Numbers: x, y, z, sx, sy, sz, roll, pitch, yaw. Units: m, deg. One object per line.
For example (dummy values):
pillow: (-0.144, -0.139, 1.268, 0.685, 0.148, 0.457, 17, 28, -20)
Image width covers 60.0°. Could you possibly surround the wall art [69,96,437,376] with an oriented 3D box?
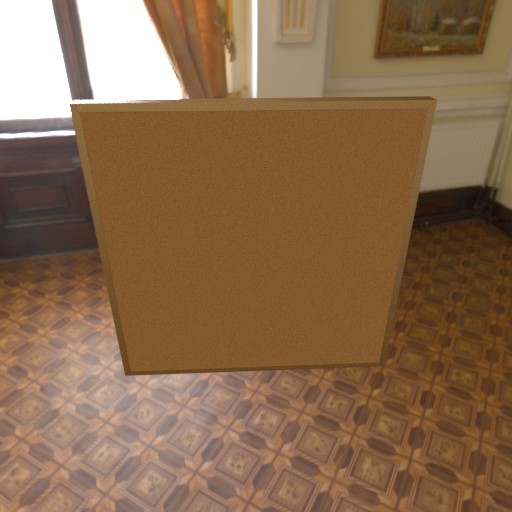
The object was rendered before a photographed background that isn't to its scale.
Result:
wall art: (0.000, 0.000, 1.125, 0.762, 0.762, 0.038, -1, 31, -2)
